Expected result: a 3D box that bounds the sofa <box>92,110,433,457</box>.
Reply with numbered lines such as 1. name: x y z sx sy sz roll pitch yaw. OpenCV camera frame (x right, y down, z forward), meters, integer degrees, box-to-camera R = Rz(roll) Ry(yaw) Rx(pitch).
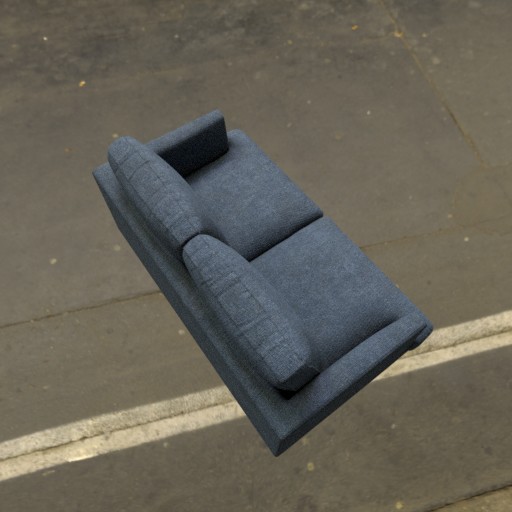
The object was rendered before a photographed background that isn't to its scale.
1. sofa: 0.000 0.000 2.194 0.903 0.944 1.582 -32 65 -17
